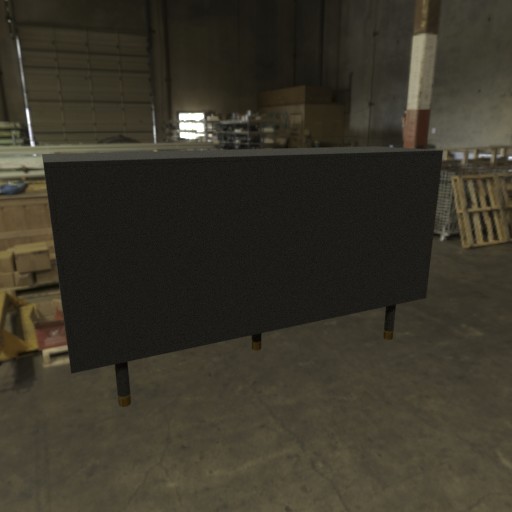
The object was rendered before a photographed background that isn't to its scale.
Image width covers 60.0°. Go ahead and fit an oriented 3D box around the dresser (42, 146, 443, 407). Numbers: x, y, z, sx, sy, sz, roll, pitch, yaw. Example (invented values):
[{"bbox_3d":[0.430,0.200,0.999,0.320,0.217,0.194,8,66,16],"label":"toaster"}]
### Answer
[{"bbox_3d":[0.000,0.000,1.904,1.558,0.872,0.463,-8,18,-24],"label":"dresser"}]
